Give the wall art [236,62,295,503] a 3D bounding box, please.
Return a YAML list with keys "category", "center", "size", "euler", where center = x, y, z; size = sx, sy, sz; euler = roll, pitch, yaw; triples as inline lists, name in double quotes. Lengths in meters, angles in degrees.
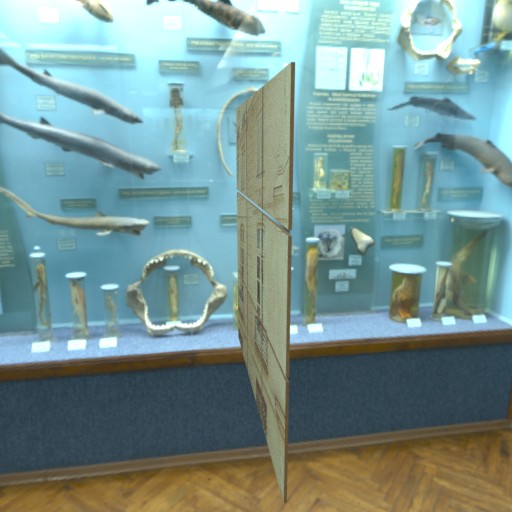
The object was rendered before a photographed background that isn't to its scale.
- category: "wall art"
  center: [0.000, 0.000, 2.201]
  size: [0.023, 1.522, 1.526]
  euler: [-2, 14, -8]
